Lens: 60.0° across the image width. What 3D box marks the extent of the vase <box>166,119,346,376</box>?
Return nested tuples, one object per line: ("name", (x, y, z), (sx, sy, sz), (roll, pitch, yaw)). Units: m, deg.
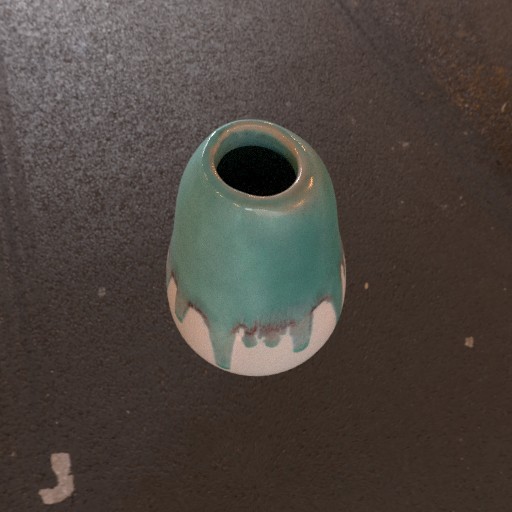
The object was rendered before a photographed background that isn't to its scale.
("vase", (0.000, 0.000, 0.258), (0.116, 0.179, 0.116), (0, 62, 0))
